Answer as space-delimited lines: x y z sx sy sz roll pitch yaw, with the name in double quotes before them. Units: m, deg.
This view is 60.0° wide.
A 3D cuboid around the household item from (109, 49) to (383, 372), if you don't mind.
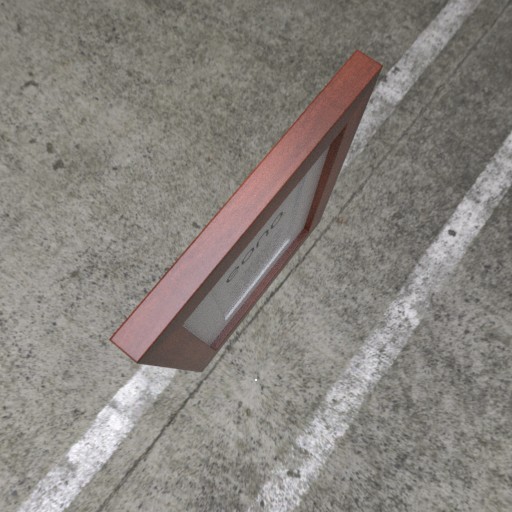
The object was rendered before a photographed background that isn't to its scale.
"household item" 0.000 0.000 0.342 0.020 0.250 0.200 37 78 10
